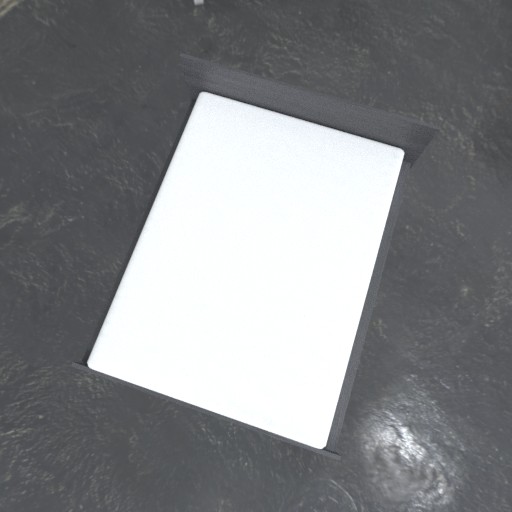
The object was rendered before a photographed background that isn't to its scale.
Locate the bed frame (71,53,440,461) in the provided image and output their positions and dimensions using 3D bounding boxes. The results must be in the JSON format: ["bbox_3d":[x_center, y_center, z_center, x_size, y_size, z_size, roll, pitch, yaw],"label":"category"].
[{"bbox_3d":[0.000,0.000,2.802,1.622,0.800,1.960,18,76,5],"label":"bed frame"}]
